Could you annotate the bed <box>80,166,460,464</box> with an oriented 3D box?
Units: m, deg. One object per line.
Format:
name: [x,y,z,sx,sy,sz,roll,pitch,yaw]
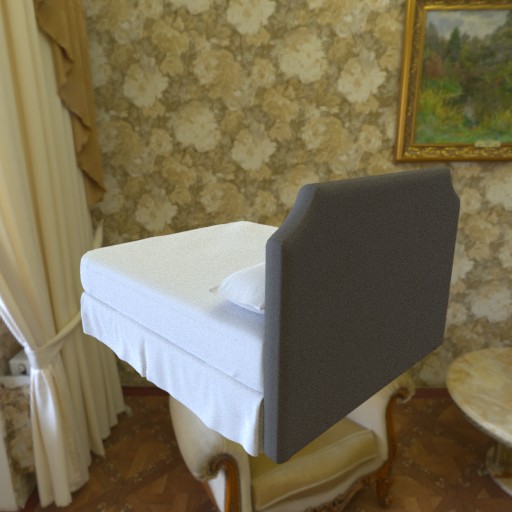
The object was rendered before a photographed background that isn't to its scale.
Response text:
bed: [0.000,0.000,3.808,2.194,1.561,2.536,-15,22,-42]
